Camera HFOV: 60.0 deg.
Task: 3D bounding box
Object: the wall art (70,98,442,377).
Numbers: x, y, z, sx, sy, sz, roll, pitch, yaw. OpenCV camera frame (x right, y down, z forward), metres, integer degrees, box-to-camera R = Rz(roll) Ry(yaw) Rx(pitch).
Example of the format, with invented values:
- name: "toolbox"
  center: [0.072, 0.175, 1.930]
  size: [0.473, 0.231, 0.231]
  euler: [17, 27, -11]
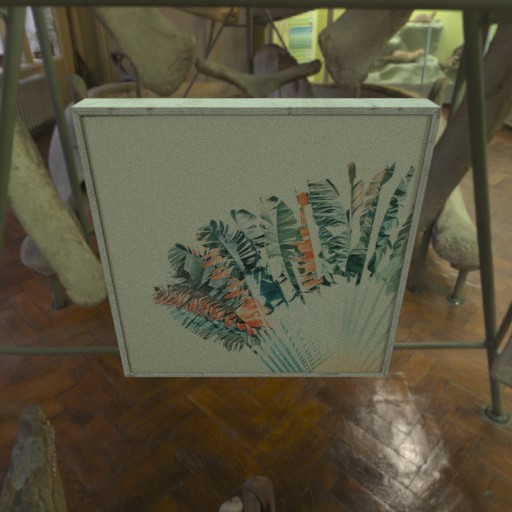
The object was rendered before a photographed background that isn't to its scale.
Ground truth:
- name: "wall art"
  center: [0.000, 0.000, 0.455]
  size: [0.305, 0.303, 0.038]
  euler: [0, 30, 0]
